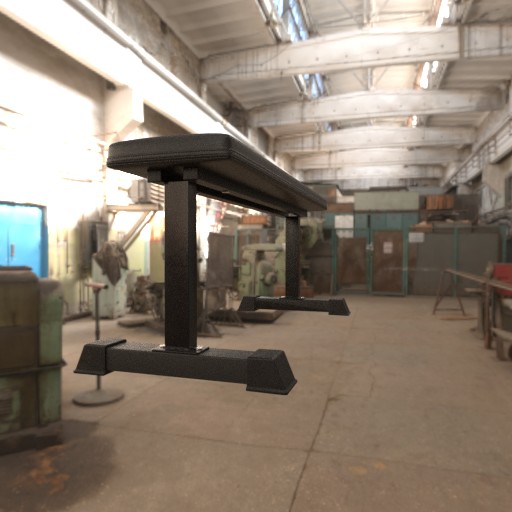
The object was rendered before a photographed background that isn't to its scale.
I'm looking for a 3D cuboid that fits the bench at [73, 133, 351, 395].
[{"bbox_3d":[0.000,0.000,1.292,0.439,0.453,1.072,0,1,18],"label":"bench"}]
